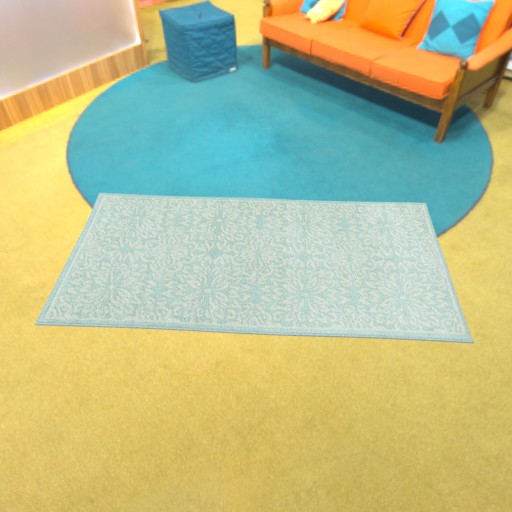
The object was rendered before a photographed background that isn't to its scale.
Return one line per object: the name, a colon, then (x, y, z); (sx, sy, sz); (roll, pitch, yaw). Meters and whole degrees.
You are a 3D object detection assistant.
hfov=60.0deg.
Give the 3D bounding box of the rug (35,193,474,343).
rug: (0.000, 0.000, 1.438); (1.219, 0.007, 0.604); (2, 46, 2)
